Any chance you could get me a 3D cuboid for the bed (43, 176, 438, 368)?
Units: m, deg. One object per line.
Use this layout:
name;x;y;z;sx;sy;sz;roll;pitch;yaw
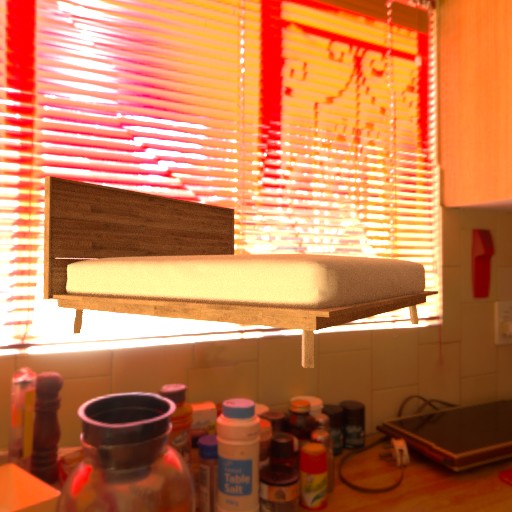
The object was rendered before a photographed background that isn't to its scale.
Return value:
bed;0.000;0.000;3.362;2.167;1.100;2.116;-1;-2;35
